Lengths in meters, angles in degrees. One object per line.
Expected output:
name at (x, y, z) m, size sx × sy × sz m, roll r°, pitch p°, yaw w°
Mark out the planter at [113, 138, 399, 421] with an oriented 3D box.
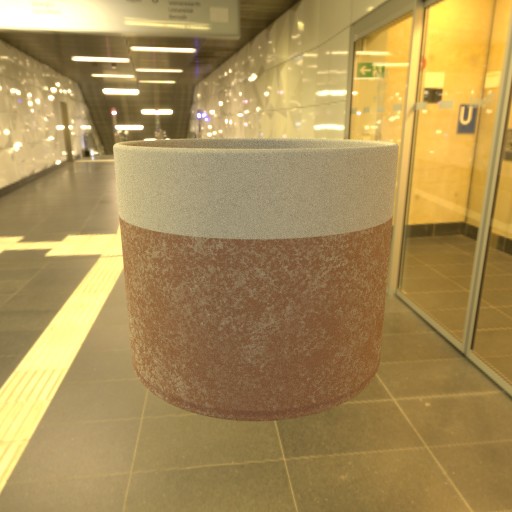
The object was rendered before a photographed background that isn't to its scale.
planter at (0.000, 0.000, 0.276) m, size 0.159 × 0.138 × 0.159 m, roll 0°, pitch 17°, yaw 0°
